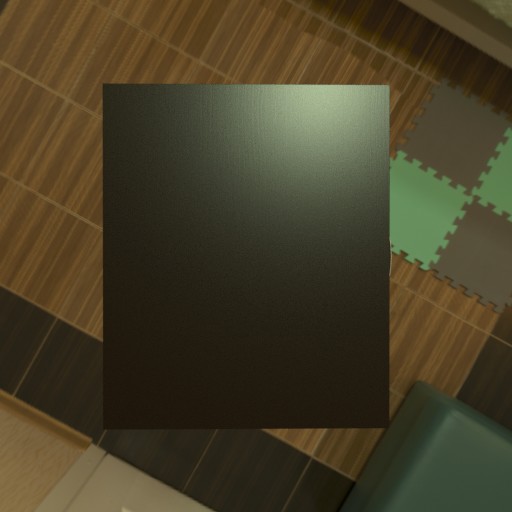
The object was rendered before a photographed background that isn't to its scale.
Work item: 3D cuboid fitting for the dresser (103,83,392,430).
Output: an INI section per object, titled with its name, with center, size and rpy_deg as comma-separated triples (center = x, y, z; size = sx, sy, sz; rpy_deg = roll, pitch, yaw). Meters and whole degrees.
[dresser]
center = 0.000, 0.000, 0.749
size = 0.360, 0.470, 0.400
rpy_deg = 0, 90, -1
